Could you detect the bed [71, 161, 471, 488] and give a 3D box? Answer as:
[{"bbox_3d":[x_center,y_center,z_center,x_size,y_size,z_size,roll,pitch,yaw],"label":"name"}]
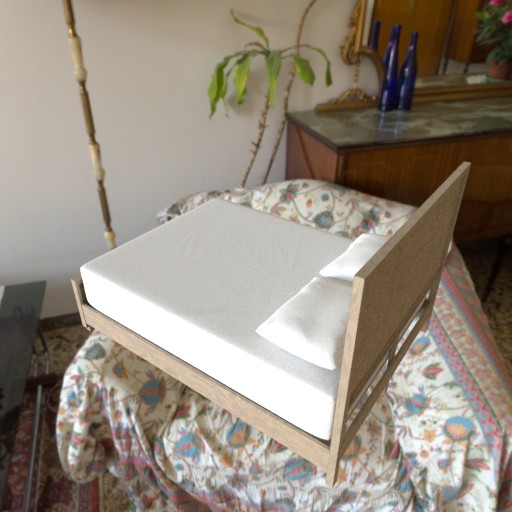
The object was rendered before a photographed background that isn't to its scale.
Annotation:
[{"bbox_3d":[0.000,0.000,3.147,2.189,1.369,1.606,21,37,30],"label":"bed"}]
